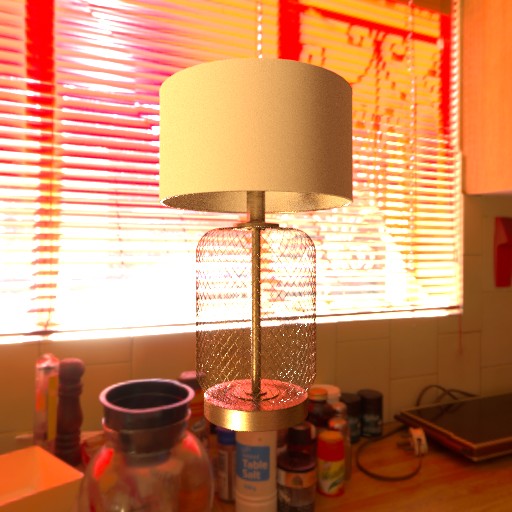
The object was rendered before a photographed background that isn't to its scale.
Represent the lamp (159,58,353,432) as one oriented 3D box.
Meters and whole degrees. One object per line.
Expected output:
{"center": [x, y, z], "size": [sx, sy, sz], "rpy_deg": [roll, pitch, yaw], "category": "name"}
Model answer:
{"center": [0.000, 0.000, 0.822], "size": [0.353, 0.578, 0.353], "rpy_deg": [0, 0, 0], "category": "lamp"}
